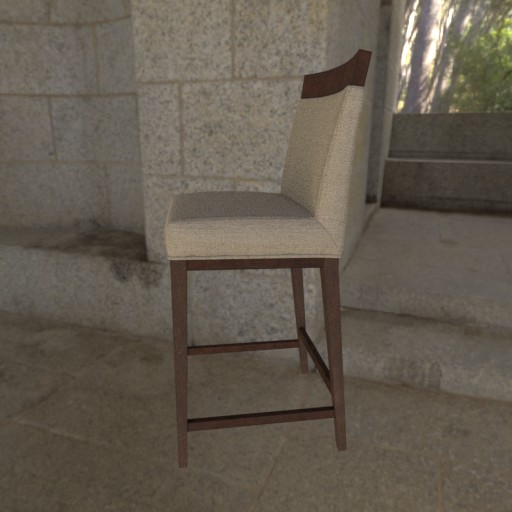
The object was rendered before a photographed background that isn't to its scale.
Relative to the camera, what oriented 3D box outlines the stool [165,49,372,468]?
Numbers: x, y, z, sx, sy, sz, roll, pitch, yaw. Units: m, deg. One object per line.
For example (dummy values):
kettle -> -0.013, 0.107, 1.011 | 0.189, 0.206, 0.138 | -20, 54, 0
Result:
stool -> 0.000, 0.000, 1.386 | 0.531, 1.117, 0.511 | -2, 16, -8
